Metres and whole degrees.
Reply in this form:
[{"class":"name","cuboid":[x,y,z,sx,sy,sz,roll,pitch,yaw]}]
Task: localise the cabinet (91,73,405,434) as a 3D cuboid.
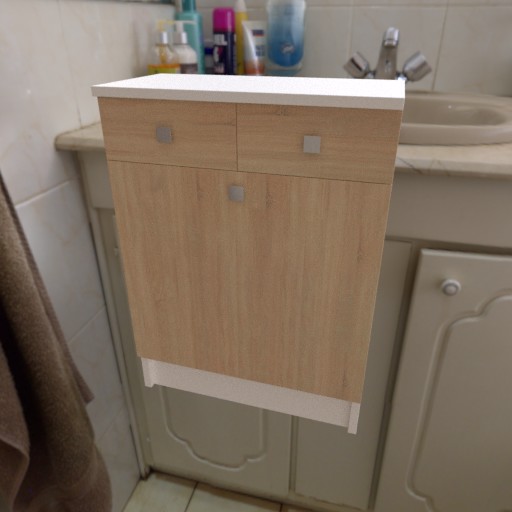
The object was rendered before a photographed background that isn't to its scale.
[{"class":"cabinet","cuboid":[0.000,0.000,1.115,0.600,0.815,0.296,8,28,15]}]
